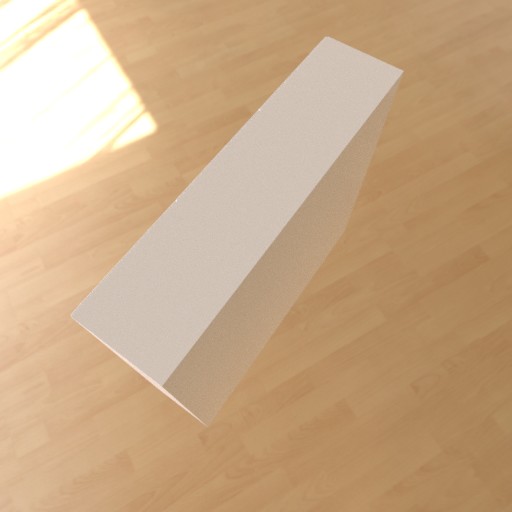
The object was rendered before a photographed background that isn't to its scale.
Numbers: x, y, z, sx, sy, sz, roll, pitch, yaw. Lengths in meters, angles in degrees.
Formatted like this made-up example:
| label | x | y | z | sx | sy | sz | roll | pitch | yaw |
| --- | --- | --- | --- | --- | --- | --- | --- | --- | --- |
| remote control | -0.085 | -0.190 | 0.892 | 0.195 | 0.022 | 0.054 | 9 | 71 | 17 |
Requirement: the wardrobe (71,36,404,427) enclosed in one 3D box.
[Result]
| label | x | y | z | sx | sy | sz | roll | pitch | yaw |
| --- | --- | --- | --- | --- | --- | --- | --- | --- | --- |
| wardrobe | 0.000 | 0.000 | 1.935 | 0.360 | 1.200 | 1.340 | 32 | 68 | 14 |
